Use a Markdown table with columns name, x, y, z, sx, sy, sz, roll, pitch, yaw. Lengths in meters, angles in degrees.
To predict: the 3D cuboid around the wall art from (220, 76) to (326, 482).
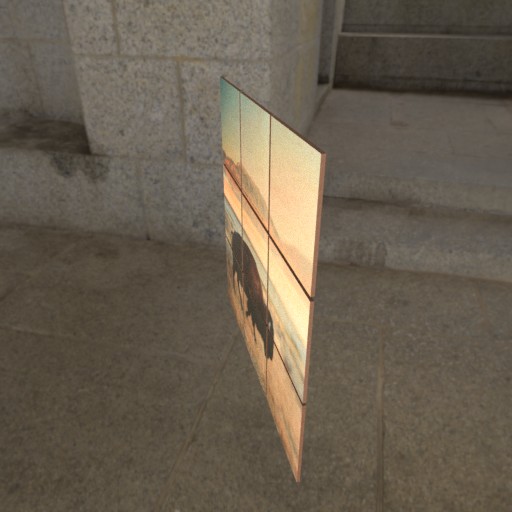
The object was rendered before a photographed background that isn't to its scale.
| name | x | y | z | sx | sy | sz | roll | pitch | yaw |
| --- | --- | --- | --- | --- | --- | --- | --- | --- | --- |
| wall art | 0.000 | 0.000 | 1.822 | 0.019 | 1.218 | 1.221 | -8 | 31 | -13 |
